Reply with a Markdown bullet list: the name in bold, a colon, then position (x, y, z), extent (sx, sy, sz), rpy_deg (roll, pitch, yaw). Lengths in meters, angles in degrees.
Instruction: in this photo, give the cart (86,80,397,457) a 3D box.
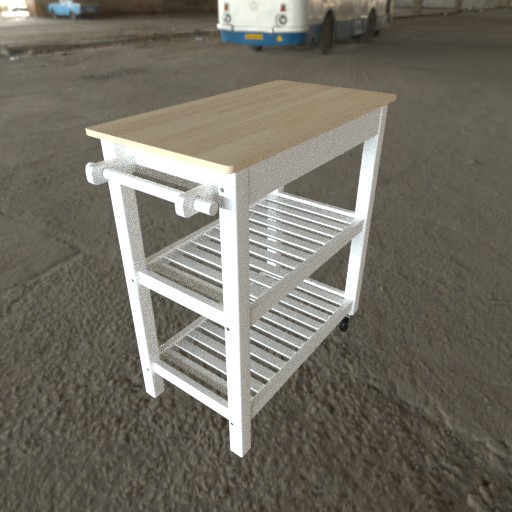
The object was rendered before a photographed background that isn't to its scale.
- **cart**: position (0.000, 0.000, 1.454), extent (0.457, 0.927, 0.899), rpy_deg (21, 37, 31)
